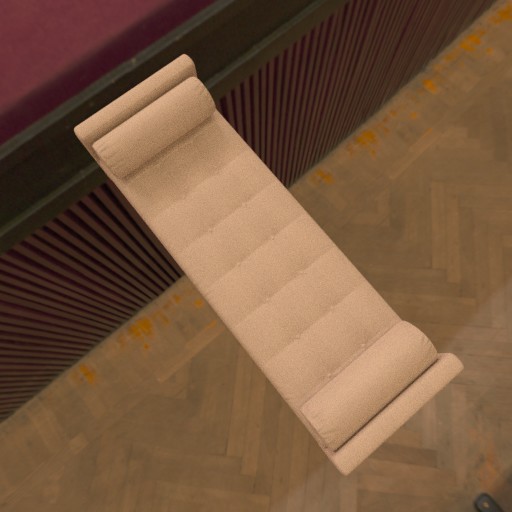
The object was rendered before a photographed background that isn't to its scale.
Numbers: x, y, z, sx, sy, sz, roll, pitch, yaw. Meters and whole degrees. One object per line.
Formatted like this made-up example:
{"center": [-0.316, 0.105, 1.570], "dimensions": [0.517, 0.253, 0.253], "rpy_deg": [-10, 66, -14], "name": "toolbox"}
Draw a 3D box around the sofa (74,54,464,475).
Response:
{"center": [0.000, 0.000, 2.286], "dimensions": [0.686, 0.635, 1.981], "rpy_deg": [-38, 79, -9], "name": "sofa"}
